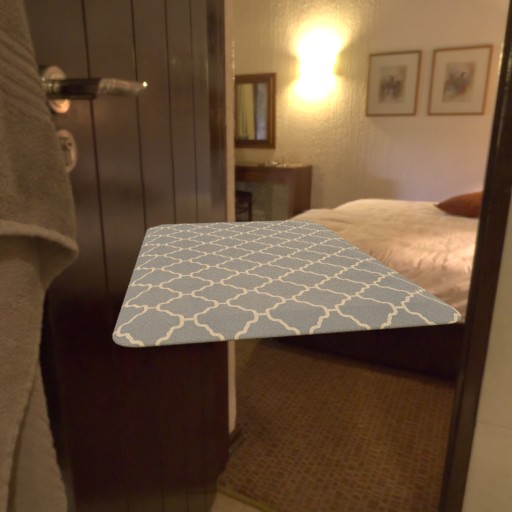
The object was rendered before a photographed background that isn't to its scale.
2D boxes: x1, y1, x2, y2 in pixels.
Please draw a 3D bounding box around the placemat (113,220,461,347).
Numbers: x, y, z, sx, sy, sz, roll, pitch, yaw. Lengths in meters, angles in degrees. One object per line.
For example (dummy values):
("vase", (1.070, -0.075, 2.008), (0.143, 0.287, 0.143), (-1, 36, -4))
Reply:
("placemat", (0.000, 0.000, 0.962), (0.508, 0.021, 0.762), (-3, 15, -9))
